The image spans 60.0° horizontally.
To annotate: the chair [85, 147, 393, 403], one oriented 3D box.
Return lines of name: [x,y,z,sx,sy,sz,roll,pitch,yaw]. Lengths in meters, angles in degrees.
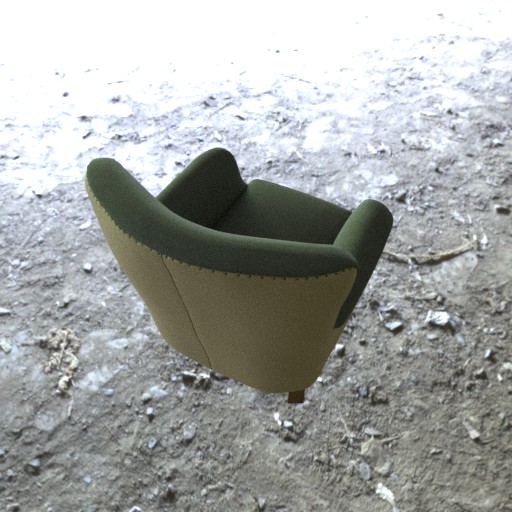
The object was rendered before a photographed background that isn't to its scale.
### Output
chair: [0.000,0.000,1.666,0.861,0.936,0.921,23,51,20]
